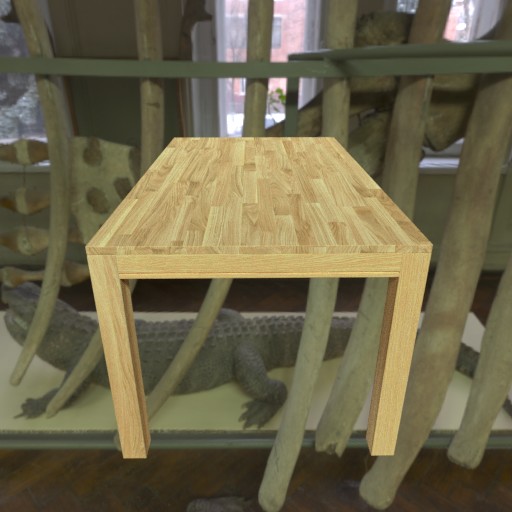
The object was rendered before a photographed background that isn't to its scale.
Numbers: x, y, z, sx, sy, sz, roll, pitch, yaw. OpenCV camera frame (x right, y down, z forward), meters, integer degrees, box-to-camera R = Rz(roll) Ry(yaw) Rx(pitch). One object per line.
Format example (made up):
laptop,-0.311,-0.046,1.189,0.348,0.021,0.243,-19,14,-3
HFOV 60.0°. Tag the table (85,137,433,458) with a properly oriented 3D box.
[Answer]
table,0.000,0.000,1.988,0.900,0.770,1.500,0,25,-1
